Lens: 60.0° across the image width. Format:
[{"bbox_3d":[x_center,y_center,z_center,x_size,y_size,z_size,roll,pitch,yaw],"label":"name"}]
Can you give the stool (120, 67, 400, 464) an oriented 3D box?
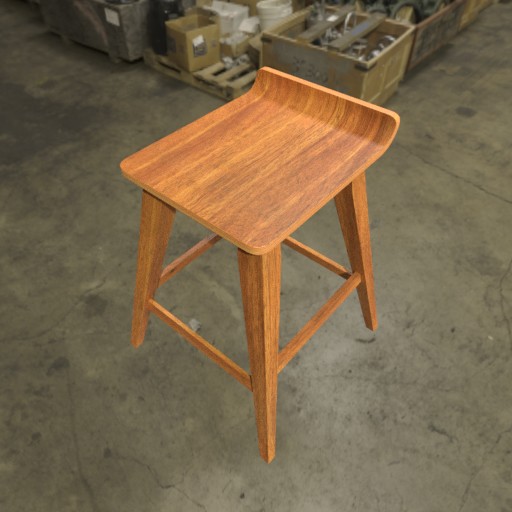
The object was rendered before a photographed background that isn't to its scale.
[{"bbox_3d":[0.000,0.000,1.031,0.500,0.650,0.500,31,54,27],"label":"stool"}]
